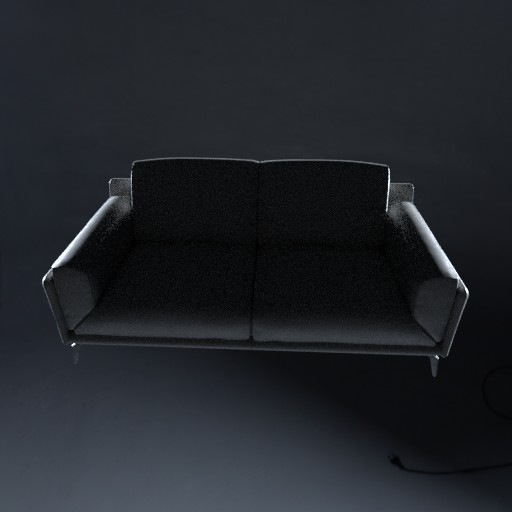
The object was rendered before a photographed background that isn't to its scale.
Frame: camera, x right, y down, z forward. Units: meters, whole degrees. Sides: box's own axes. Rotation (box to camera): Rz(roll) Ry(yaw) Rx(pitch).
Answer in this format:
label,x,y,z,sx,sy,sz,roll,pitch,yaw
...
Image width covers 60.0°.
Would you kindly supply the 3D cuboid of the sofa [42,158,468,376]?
label,x,y,z,sx,sy,sz,roll,pitch,yaw
sofa,0.000,0.000,2.648,2.101,0.930,1.049,1,31,2
